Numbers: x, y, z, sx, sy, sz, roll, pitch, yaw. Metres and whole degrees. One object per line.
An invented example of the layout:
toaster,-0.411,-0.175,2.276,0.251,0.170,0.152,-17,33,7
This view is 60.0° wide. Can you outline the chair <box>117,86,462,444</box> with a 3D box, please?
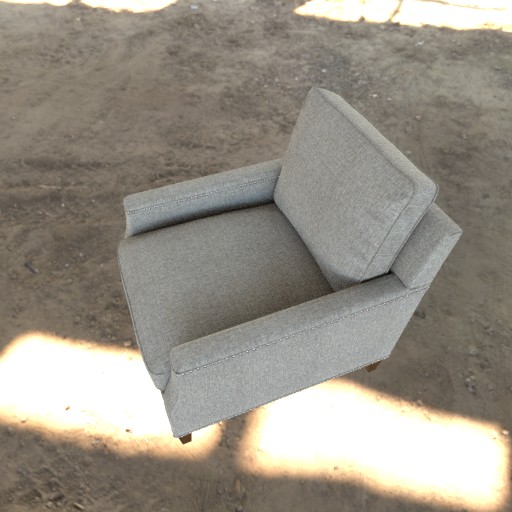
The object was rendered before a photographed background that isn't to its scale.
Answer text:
chair,0.000,0.000,1.704,1.014,0.943,0.853,-16,49,-15
